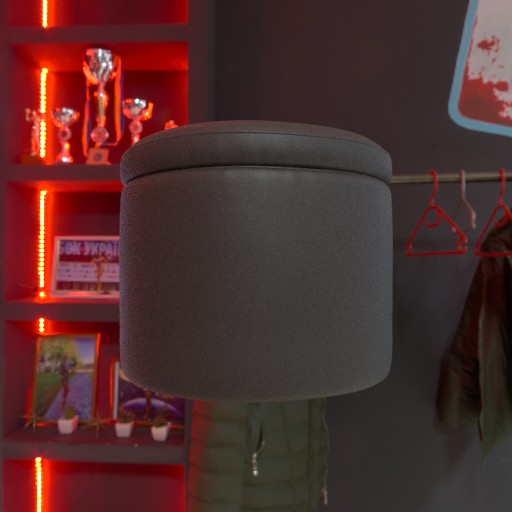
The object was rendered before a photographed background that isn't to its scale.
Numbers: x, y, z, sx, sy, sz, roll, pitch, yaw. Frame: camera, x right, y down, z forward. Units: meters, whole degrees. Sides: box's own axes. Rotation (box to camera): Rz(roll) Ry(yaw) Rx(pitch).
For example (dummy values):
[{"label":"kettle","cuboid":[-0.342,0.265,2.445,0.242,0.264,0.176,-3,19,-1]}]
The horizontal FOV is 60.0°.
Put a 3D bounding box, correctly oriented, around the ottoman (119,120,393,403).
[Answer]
[{"label":"ottoman","cuboid":[0.000,0.000,0.847,0.500,0.409,0.500,0,-1,0]}]
